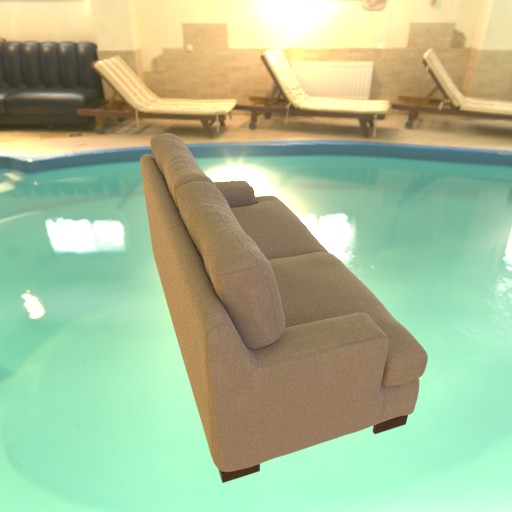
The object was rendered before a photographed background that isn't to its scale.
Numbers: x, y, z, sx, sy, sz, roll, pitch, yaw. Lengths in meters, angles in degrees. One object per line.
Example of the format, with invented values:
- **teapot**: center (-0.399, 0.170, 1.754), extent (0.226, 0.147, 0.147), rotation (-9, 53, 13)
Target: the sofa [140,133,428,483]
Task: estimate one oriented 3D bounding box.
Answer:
- **sofa**: center (0.000, 0.000, 2.407), extent (0.962, 0.980, 1.855), rotation (-10, 32, -16)
